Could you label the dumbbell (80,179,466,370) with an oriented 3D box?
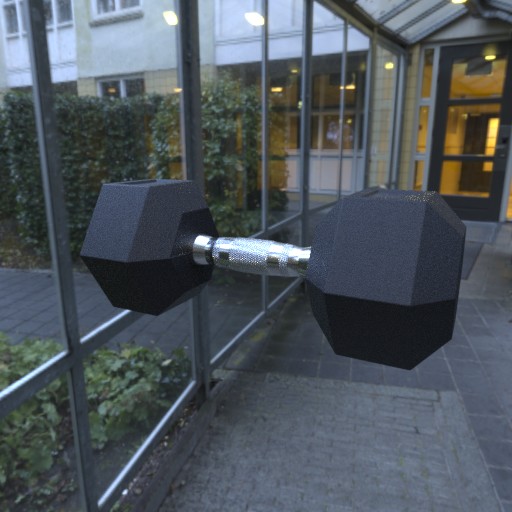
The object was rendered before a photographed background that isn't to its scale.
[{"bbox_3d":[0.000,0.000,0.401,0.337,0.123,0.142,7,16,26],"label":"dumbbell"}]
